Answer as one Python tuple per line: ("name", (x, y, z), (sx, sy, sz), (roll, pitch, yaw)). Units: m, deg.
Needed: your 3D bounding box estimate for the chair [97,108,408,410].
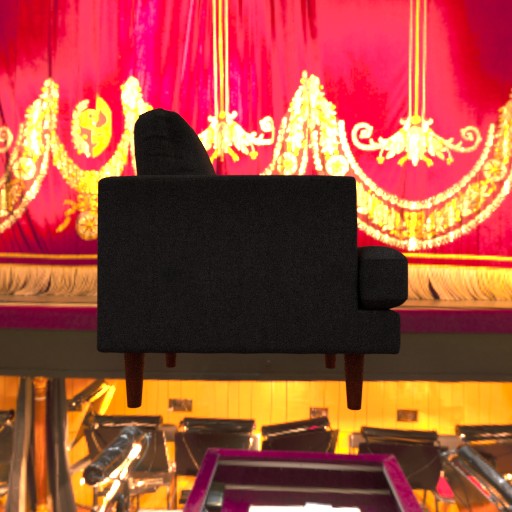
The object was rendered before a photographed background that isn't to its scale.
("chair", (0.000, 0.000, 1.666), (0.899, 0.957, 0.858), (0, -1, 2))
